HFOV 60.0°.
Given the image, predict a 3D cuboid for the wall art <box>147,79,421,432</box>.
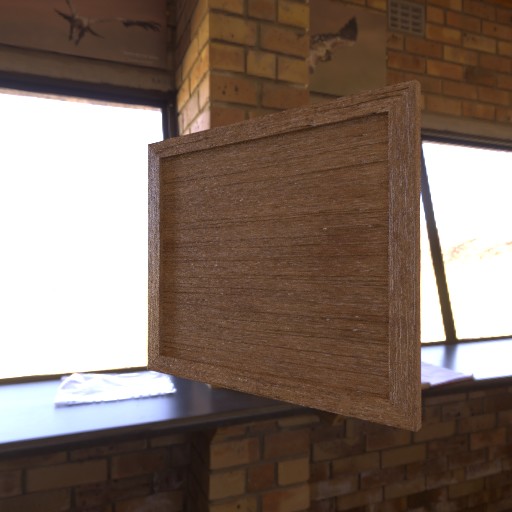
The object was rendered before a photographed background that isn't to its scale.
[{"bbox_3d":[0.000,0.000,0.957,0.690,0.588,0.026,0,-1,37],"label":"wall art"}]
